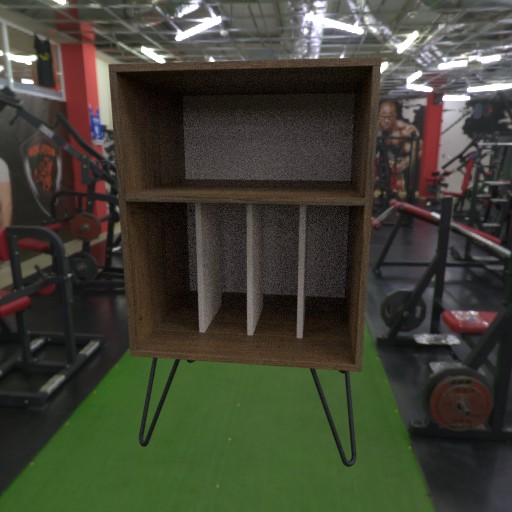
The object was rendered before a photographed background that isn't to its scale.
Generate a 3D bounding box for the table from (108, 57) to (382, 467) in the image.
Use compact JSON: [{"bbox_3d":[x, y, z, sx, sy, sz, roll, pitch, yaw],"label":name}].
[{"bbox_3d":[0.000,0.000,1.151,0.526,0.866,0.457,2,14,8],"label":"table"}]
